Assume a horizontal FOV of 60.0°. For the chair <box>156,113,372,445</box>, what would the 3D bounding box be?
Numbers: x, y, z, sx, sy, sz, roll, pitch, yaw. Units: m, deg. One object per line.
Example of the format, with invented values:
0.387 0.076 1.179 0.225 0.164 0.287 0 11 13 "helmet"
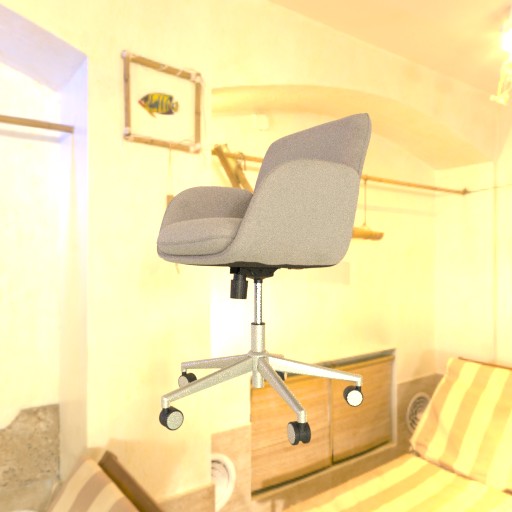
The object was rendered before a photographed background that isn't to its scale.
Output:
0.000 0.000 1.416 0.654 0.959 0.648 0 0 -38 "chair"
